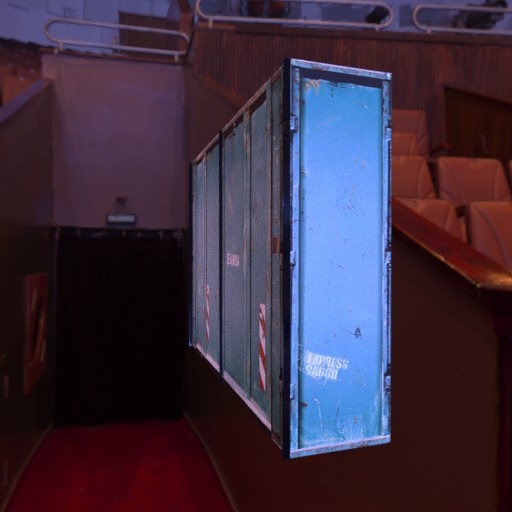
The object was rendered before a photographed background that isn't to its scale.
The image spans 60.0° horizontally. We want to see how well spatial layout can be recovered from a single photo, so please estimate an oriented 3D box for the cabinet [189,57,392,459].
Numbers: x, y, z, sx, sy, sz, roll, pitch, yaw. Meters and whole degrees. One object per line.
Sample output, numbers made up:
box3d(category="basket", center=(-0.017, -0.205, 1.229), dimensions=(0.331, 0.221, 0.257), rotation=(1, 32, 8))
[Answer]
box3d(category="cabinet", center=(0.000, 0.000, 3.911), dimensions=(0.680, 2.160, 3.001), rotation=(0, 1, -18))
